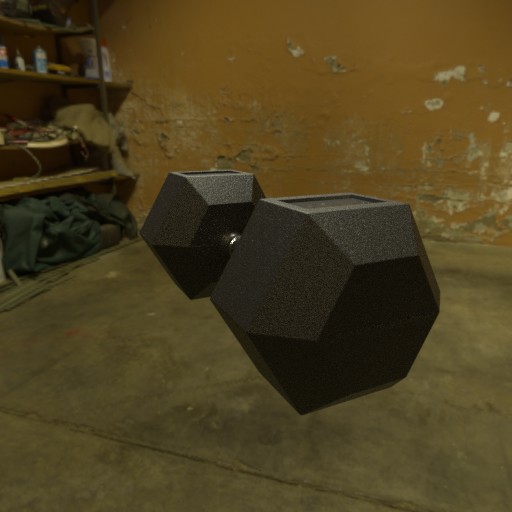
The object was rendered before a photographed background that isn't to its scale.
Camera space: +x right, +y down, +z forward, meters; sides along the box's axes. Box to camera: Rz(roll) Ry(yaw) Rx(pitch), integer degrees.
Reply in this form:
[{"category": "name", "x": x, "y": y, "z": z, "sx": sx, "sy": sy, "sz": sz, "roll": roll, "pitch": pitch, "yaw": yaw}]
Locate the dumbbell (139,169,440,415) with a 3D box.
[{"category": "dumbbell", "x": 0.000, "y": 0.000, "z": 0.461, "sx": 0.173, "sy": 0.150, "sz": 0.384, "roll": -8, "pitch": 17, "yaw": -25}]
